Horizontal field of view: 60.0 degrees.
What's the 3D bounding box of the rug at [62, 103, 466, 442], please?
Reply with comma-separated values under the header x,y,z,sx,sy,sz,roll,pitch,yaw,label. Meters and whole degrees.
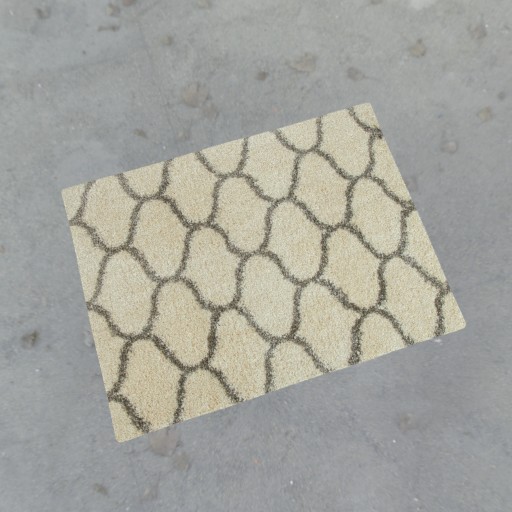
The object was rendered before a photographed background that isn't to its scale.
x,y,z,sx,sy,sz,roll,pitch,yaw,label
0.000,0.000,2.065,1.600,0.025,1.200,-17,76,-4,rug
